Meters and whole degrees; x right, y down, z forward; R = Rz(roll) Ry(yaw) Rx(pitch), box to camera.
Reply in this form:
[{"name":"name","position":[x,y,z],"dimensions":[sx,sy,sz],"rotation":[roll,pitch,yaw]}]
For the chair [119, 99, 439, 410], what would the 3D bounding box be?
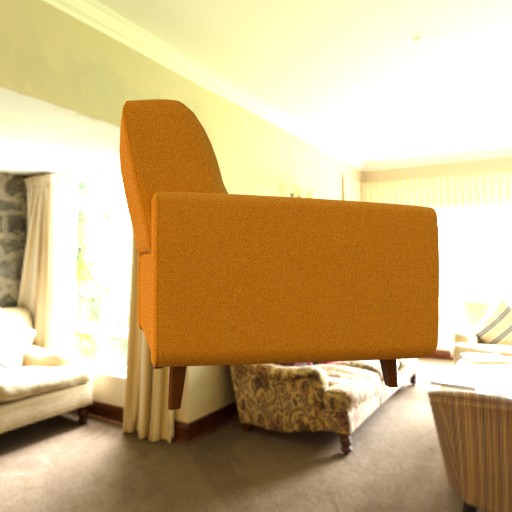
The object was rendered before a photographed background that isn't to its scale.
[{"name":"chair","position":[0.000,0.000,1.544],"dimensions":[0.909,0.841,0.831],"rotation":[0,-1,-18]}]
